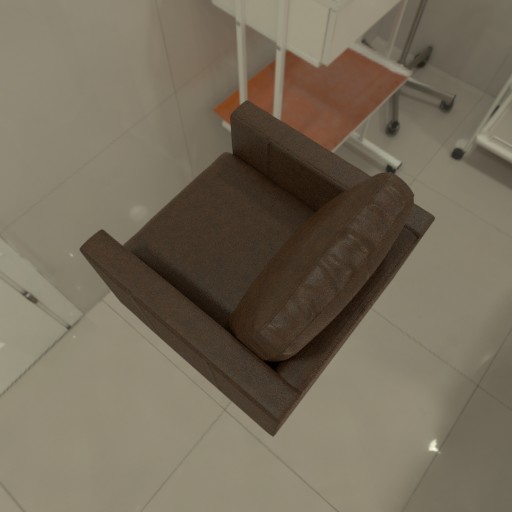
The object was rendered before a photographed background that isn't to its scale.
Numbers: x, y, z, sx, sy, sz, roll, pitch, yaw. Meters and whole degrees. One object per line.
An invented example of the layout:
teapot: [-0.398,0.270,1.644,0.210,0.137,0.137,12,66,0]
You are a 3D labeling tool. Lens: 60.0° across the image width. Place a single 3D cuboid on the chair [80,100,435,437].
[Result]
chair: [0.000,0.000,1.714,0.909,0.956,0.890,37,69,16]
